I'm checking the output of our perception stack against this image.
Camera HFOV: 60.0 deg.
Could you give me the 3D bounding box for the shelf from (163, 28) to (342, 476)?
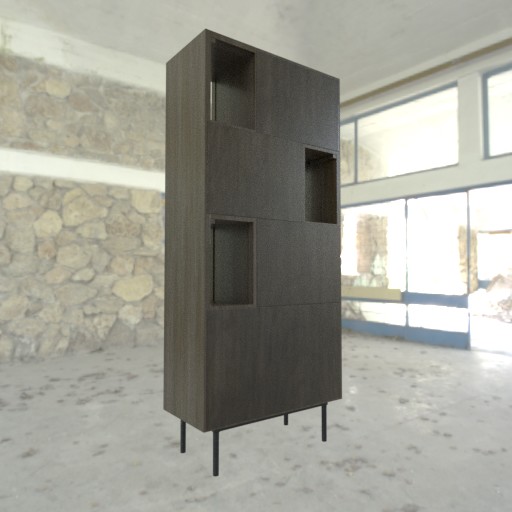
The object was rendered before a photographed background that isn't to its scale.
[{"bbox_3d":[0.000,0.000,1.826,0.670,1.545,0.323,2,-3,-37],"label":"shelf"}]
